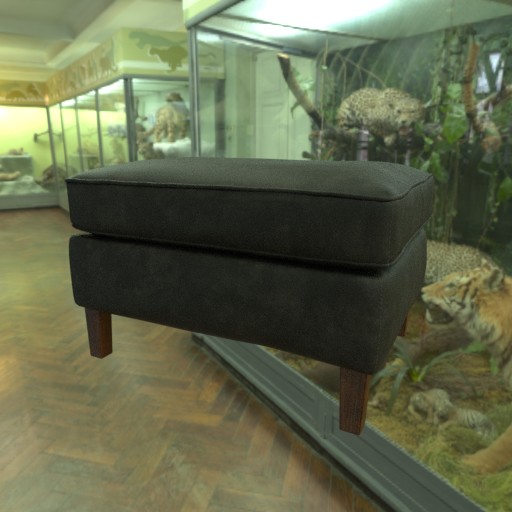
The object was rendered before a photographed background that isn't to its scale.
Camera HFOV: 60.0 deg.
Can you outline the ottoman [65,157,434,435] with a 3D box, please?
[{"bbox_3d":[0.000,0.000,0.967,0.665,0.413,0.501,7,16,26],"label":"ottoman"}]
